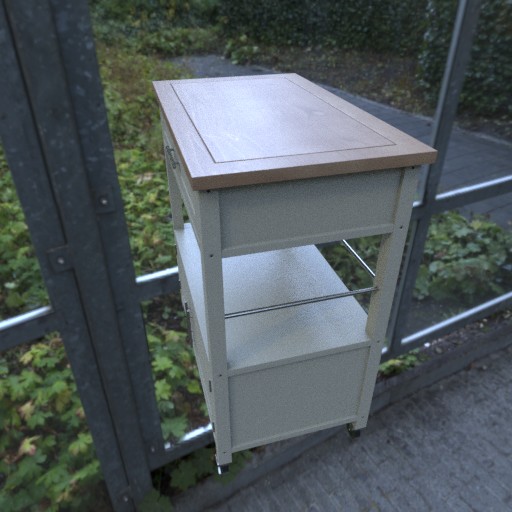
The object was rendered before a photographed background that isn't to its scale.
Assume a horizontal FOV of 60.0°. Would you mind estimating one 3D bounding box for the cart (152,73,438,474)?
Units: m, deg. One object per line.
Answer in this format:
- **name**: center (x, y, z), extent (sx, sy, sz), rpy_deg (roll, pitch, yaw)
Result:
- **cart**: center (0.000, 0.000, 1.347), extent (0.459, 0.901, 0.840), rpy_deg (-9, 34, -13)
